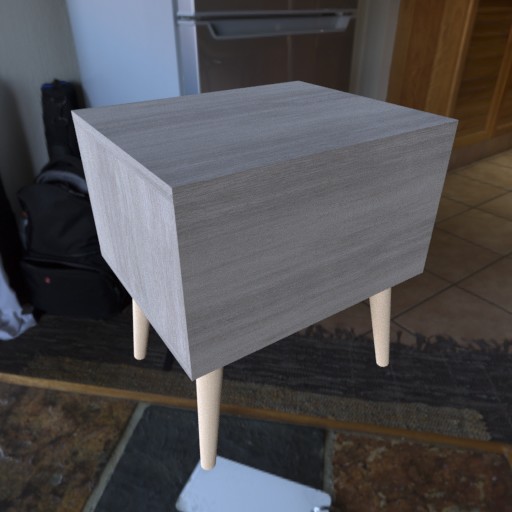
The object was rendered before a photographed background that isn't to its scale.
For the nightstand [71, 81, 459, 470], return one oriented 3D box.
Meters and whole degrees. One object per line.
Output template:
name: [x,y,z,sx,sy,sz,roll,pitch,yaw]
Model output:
nightstand: [0.000,0.000,0.798,0.450,0.500,0.380,-19,36,-28]
